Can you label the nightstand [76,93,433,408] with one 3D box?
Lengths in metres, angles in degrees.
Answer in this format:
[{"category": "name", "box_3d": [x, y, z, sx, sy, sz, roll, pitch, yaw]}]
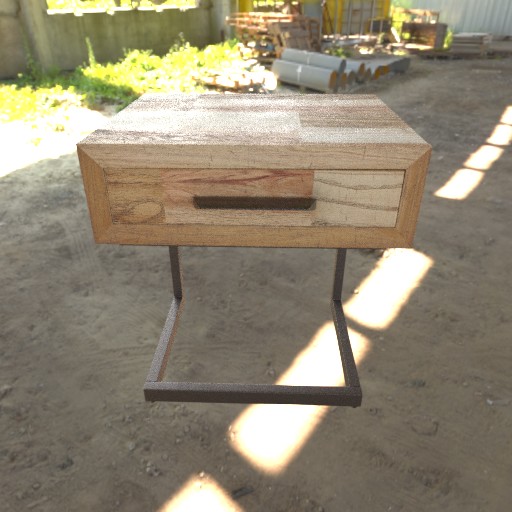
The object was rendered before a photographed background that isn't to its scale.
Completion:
[{"category": "nightstand", "box_3d": [0.000, 0.000, 1.023, 0.558, 0.632, 0.481, 1, 30, 2]}]
